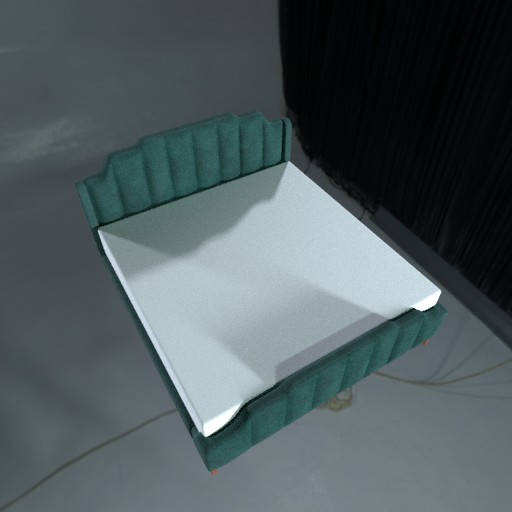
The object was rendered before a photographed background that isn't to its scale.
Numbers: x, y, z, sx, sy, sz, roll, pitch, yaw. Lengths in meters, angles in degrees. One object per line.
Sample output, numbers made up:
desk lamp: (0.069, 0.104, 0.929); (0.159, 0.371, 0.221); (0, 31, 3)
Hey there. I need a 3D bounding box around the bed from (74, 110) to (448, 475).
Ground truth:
bed: (0.000, 0.000, 3.563); (2.074, 1.245, 2.340); (-23, 50, -21)
